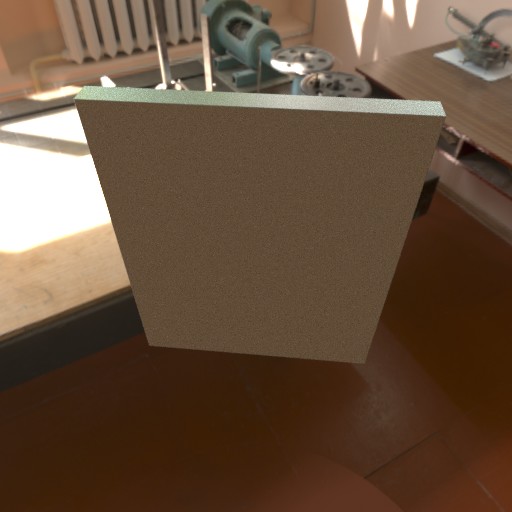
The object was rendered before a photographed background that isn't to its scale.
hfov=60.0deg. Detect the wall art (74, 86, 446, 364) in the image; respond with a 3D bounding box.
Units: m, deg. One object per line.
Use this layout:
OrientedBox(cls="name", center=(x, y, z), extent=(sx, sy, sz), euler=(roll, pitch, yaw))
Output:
OrientedBox(cls="wall art", center=(0.000, 0.000, 0.744), extent=(0.452, 0.549, 0.038), euler=(4, 46, 4))
